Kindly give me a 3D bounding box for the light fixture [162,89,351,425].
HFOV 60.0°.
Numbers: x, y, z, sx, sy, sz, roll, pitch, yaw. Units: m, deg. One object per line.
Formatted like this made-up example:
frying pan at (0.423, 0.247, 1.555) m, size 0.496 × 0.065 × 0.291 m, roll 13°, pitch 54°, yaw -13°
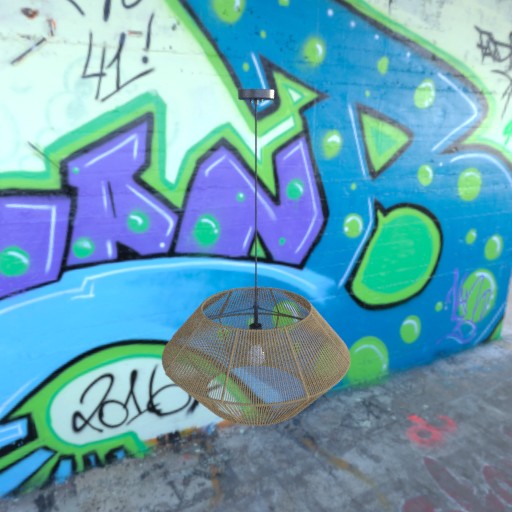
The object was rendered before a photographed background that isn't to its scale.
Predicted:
light fixture at (0.000, 0.000, 1.437) m, size 0.643 × 1.009 × 0.643 m, roll 0°, pitch 16°, yaw 0°
